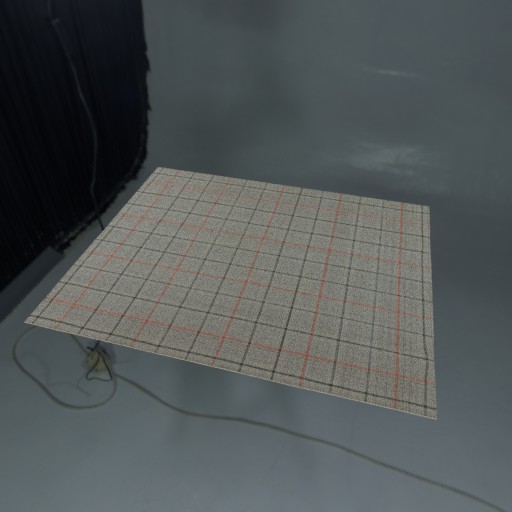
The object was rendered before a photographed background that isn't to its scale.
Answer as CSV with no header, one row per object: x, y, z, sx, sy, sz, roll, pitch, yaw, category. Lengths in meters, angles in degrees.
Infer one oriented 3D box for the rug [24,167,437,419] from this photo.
0.000,0.000,4.005,3.048,0.012,2.444,10,42,11,rug
